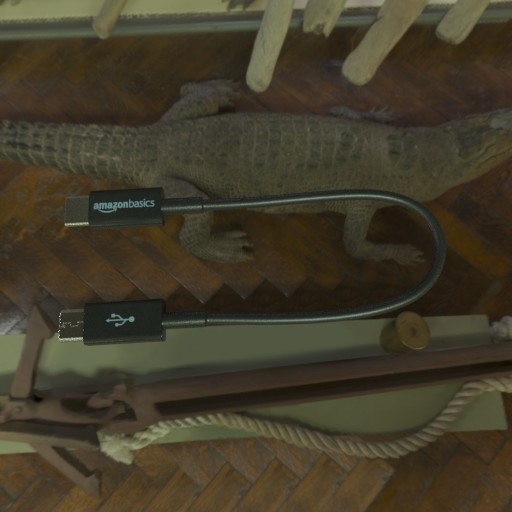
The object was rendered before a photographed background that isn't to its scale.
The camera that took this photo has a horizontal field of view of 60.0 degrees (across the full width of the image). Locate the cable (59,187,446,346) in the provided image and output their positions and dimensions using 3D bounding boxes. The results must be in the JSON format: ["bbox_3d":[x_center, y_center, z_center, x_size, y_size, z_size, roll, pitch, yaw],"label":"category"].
[{"bbox_3d":[0.000,0.000,0.114,0.098,0.006,0.040,-3,76,-1],"label":"cable"}]
